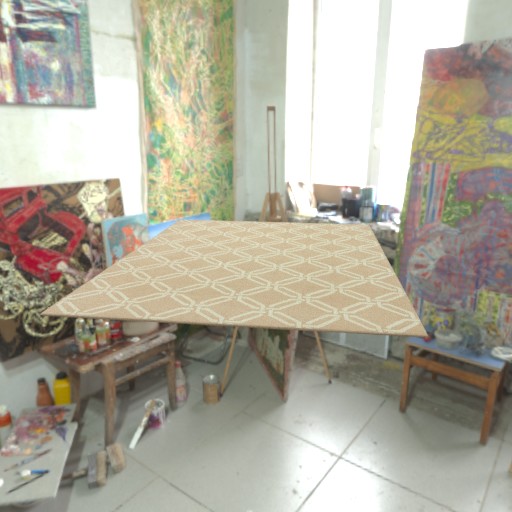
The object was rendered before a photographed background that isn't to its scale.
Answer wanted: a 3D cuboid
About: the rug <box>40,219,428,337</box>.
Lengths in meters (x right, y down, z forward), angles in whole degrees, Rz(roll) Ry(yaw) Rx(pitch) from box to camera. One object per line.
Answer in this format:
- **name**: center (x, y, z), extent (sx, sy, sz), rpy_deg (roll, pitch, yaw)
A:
- **rug**: center (0.000, 0.000, 3.943), extent (2.288, 0.018, 2.895), rpy_deg (2, 16, 7)
